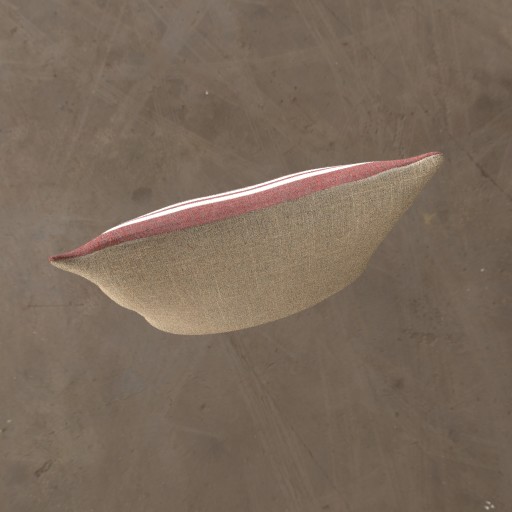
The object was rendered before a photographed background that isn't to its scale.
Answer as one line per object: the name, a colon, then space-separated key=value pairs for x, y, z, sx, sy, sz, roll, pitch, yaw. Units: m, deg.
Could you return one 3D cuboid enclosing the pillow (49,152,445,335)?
pillow: x=0.000 y=0.000 z=0.661 sx=0.439 sy=0.427 sz=0.182 roll=-15 pitch=75 yaw=-4
